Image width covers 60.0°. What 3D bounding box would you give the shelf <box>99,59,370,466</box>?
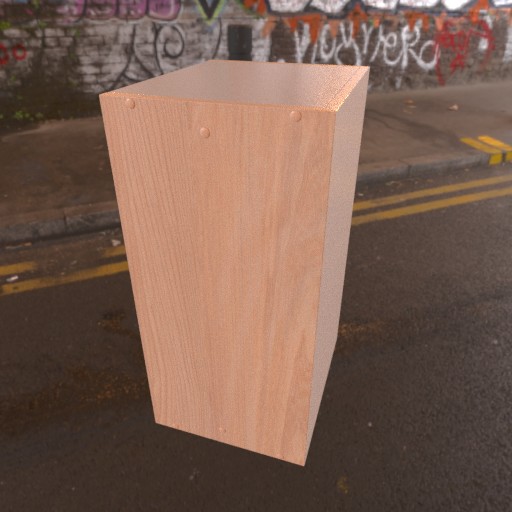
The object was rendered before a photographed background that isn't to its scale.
[{"bbox_3d":[0.000,0.000,0.797,0.290,0.600,0.350,10,32,16],"label":"shelf"}]
